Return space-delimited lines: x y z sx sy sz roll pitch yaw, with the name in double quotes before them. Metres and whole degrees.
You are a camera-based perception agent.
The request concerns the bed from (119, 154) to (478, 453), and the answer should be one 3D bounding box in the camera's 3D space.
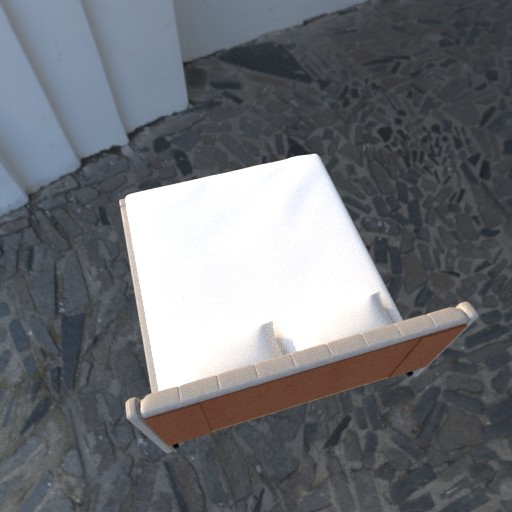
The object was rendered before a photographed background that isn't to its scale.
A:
"bed" 0.000 0.000 3.553 2.062 1.289 2.342 -14 59 -9
